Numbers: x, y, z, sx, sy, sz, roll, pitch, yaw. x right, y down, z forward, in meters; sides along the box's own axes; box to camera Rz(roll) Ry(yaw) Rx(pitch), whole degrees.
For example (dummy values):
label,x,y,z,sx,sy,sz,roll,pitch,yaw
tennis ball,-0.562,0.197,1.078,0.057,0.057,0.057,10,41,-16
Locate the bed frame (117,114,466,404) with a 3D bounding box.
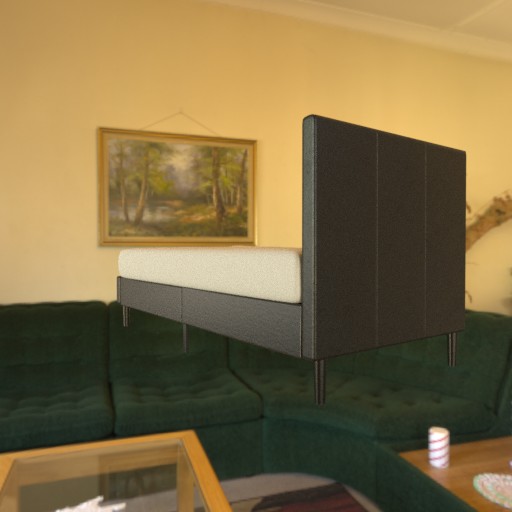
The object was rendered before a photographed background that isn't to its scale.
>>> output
label,x,y,z,sx,sy,sz,roll,pitch,yaw
bed frame,0.000,0.000,2.569,1.038,1.046,2.152,-1,1,-36
